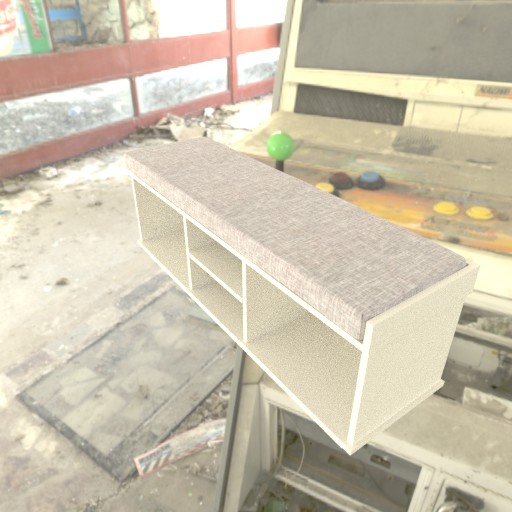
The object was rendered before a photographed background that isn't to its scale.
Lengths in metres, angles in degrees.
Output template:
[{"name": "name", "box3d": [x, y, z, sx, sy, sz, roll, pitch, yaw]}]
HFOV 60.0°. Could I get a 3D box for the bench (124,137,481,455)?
[{"name": "bench", "box3d": [0.000, 0.000, 1.411, 0.363, 0.453, 1.196, -21, 37, -30]}]
